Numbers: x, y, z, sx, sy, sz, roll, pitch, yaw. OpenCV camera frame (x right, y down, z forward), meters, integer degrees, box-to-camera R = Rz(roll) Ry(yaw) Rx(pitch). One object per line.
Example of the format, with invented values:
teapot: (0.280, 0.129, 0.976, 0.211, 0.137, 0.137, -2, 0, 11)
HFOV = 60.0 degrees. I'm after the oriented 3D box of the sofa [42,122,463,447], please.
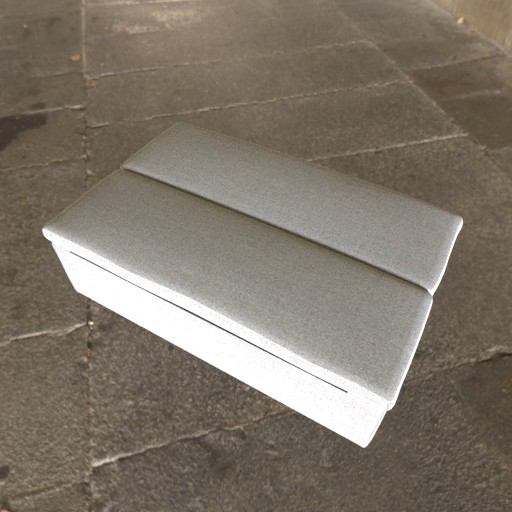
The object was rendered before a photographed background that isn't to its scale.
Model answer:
sofa: (0.000, 0.000, 1.660, 1.250, 0.434, 0.817, 23, 52, 20)
